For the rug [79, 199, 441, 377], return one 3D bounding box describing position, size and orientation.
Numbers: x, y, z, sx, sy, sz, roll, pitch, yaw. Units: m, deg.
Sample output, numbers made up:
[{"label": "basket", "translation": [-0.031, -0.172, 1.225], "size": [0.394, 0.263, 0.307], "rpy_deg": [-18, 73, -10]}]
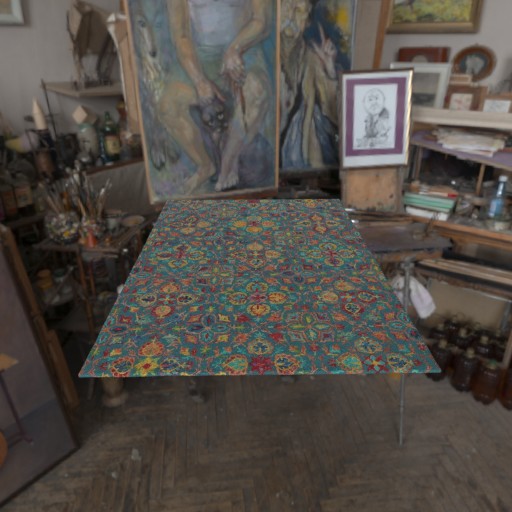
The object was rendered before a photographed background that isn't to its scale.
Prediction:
[{"label": "rug", "translation": [0.000, 0.000, 2.307], "size": [1.216, 0.014, 1.836], "rpy_deg": [0, 25, -1]}]
